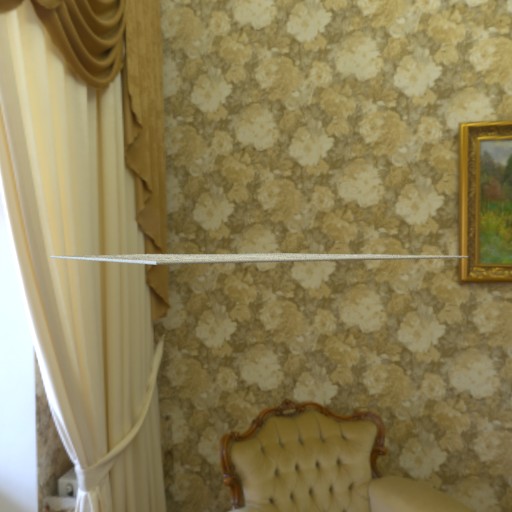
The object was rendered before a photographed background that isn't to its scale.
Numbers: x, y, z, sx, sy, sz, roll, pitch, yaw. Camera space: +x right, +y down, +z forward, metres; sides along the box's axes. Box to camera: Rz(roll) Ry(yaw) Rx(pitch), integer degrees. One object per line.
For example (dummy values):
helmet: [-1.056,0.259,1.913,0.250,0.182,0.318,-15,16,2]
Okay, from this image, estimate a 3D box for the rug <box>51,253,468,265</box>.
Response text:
rug: [0.000,0.000,3.925,2.921,0.032,2.311,-1,1,-37]
